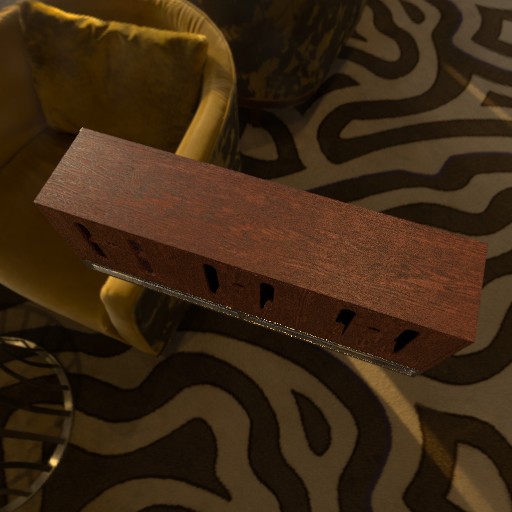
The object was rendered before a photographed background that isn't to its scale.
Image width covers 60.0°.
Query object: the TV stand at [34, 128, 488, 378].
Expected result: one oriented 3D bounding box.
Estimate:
[{"bbox_3d":[0.000,0.000,1.797,1.541,0.578,0.382,17,66,8],"label":"TV stand"}]
